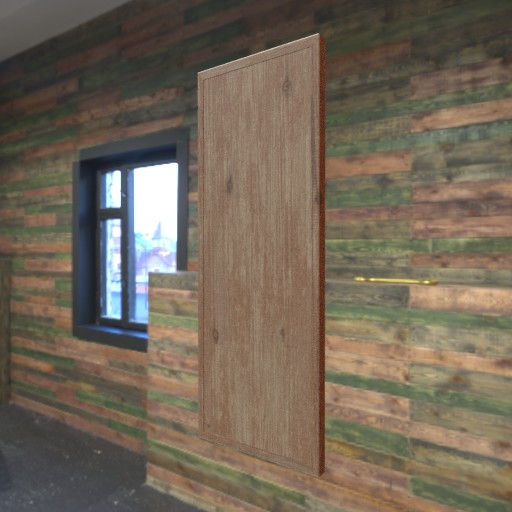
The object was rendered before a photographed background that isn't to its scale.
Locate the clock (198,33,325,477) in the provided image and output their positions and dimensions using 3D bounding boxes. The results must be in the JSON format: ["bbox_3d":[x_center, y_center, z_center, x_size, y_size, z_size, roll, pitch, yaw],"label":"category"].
[{"bbox_3d":[0.000,0.000,1.080,0.361,0.965,0.030,0,1,36],"label":"clock"}]
